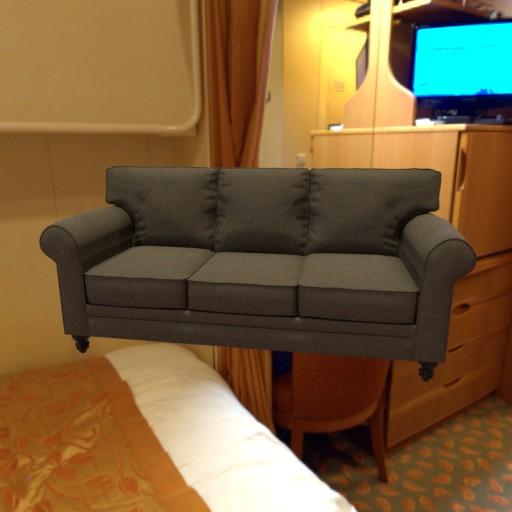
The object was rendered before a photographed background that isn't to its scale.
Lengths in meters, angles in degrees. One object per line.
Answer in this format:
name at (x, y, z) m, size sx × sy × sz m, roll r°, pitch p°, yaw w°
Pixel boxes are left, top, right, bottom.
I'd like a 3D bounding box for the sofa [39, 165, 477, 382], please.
sofa at (0.000, 0.000, 2.503) m, size 2.084 × 0.966 × 0.909 m, roll 2°, pitch 14°, yaw 9°
